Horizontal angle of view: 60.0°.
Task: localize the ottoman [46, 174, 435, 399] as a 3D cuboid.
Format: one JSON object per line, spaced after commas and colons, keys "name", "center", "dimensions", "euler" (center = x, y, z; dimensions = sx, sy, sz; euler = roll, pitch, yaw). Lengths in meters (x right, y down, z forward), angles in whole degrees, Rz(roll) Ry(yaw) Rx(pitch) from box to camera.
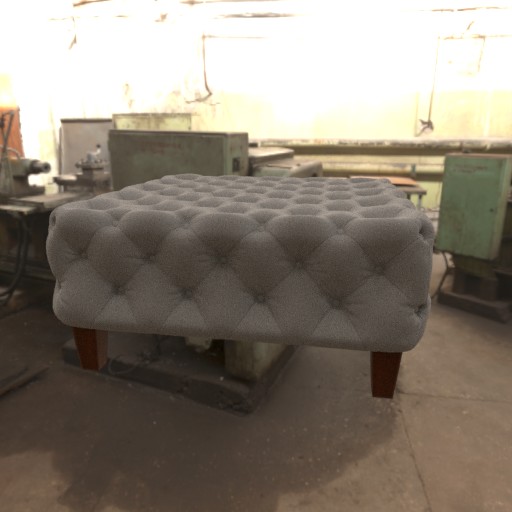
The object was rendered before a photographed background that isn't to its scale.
{"name": "ottoman", "center": [0.000, 0.000, 1.408], "dimensions": [0.917, 0.439, 0.911], "euler": [3, 16, 9]}
